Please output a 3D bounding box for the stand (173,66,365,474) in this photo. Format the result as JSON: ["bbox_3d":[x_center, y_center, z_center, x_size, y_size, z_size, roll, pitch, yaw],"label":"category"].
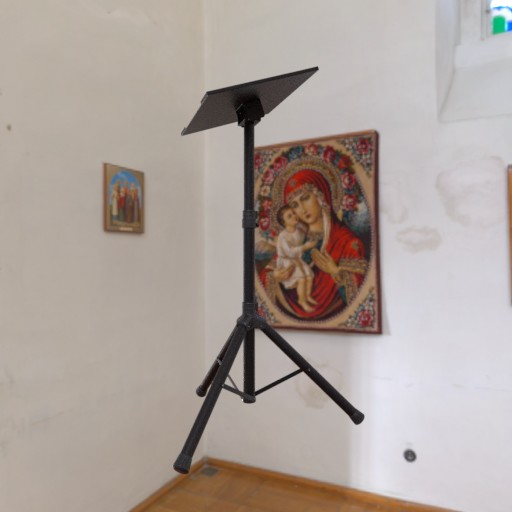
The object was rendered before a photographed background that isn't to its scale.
[{"bbox_3d":[0.000,0.000,1.627,0.702,1.198,0.702,0,0,-19],"label":"stand"}]
